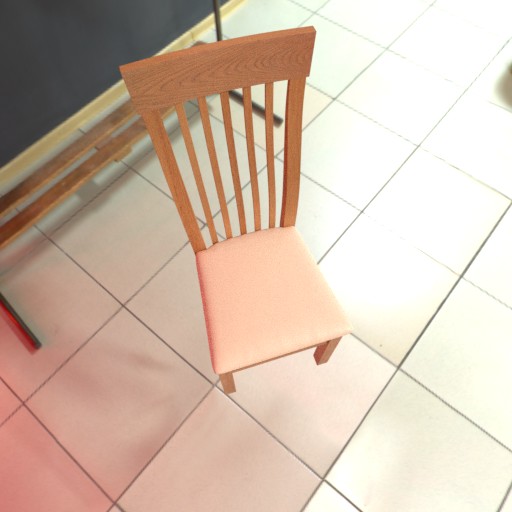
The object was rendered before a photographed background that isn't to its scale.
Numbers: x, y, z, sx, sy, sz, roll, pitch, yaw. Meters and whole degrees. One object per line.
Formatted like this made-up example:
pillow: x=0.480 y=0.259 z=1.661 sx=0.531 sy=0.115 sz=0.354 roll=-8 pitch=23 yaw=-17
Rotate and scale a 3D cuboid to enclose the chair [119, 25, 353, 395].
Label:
chair: x=0.000 y=0.000 z=1.341 sx=0.450 sy=1.050 sz=0.580 roll=-16 pitch=64 yaw=-8
